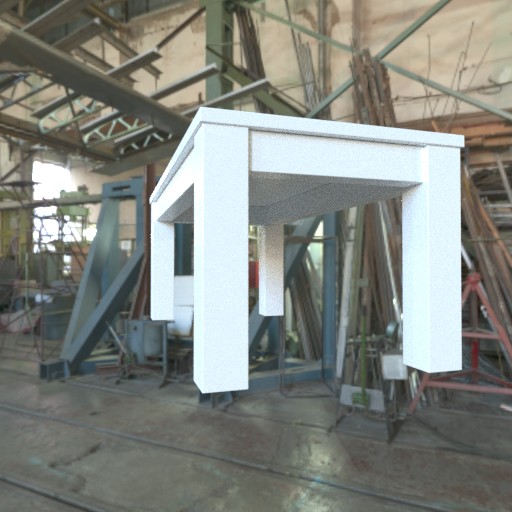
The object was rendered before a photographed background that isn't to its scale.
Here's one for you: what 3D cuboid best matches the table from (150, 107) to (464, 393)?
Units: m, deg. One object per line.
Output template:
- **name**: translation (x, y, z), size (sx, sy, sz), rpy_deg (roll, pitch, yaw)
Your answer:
- **table**: translation (0.000, 0.000, 2.207), size (0.900, 0.790, 1.800), rpy_deg (0, -1, -18)
